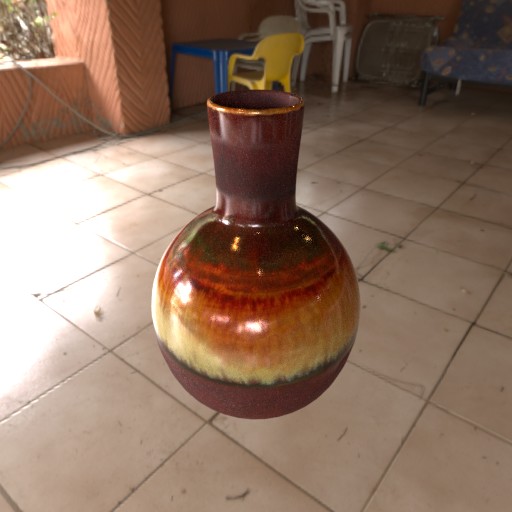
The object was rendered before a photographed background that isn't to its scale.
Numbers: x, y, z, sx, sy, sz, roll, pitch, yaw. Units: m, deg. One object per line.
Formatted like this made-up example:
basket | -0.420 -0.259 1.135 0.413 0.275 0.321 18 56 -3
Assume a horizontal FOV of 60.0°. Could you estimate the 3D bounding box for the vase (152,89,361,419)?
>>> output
vase | 0.000 0.000 0.226 0.111 0.154 0.111 0 31 0
